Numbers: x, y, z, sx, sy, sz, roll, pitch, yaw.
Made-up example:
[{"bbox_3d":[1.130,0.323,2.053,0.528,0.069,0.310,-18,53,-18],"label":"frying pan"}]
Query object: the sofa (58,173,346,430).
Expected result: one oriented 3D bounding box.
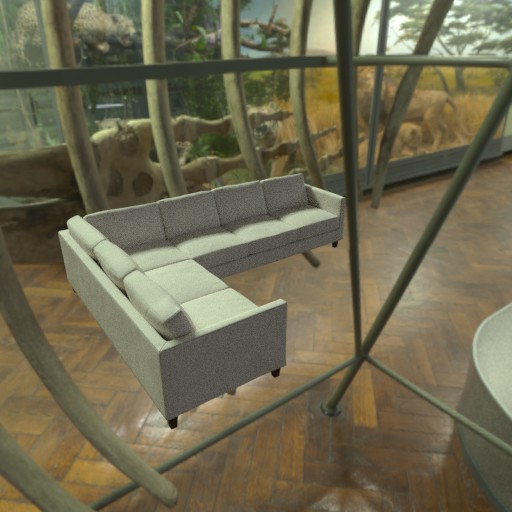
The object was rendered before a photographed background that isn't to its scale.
[{"bbox_3d":[0.000,0.000,4.496,3.182,0.863,2.432,-17,30,-32],"label":"sofa"}]
